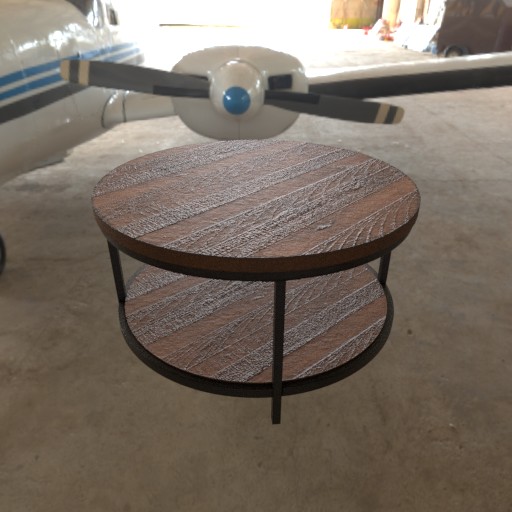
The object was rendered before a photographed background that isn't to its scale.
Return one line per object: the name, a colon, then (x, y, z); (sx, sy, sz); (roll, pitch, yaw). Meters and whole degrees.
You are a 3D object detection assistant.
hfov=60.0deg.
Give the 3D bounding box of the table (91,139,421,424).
table: (0.000, 0.000, 1.296); (0.837, 0.462, 0.837); (0, 29, 0)
